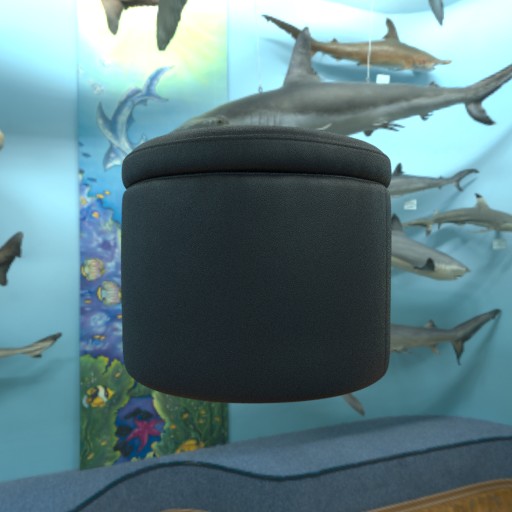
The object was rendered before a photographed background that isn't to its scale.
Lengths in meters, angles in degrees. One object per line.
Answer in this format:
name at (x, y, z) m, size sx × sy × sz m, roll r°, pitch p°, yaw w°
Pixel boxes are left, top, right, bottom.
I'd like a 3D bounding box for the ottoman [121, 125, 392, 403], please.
ottoman at (0.000, 0.000, 0.859) m, size 0.501 × 0.409 × 0.501 m, roll 0°, pitch 1°, yaw 0°
